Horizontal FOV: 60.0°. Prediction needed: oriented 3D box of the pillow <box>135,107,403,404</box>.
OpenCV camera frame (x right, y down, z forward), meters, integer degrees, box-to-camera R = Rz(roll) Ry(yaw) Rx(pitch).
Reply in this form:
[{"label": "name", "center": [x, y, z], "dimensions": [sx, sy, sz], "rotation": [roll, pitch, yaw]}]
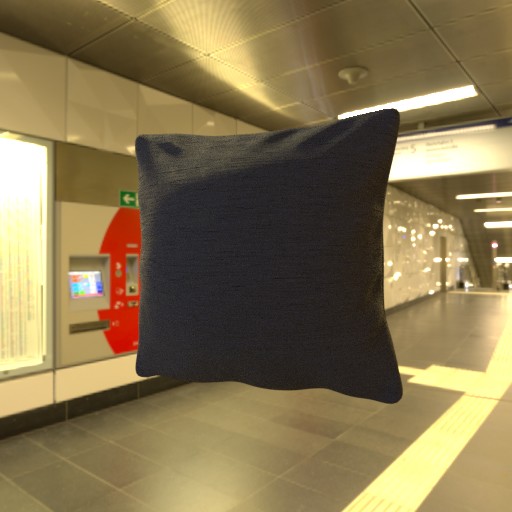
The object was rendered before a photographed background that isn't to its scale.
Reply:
[{"label": "pillow", "center": [0.000, 0.000, 0.687], "dimensions": [0.432, 0.414, 0.246], "rotation": [0, 0, 19]}]
